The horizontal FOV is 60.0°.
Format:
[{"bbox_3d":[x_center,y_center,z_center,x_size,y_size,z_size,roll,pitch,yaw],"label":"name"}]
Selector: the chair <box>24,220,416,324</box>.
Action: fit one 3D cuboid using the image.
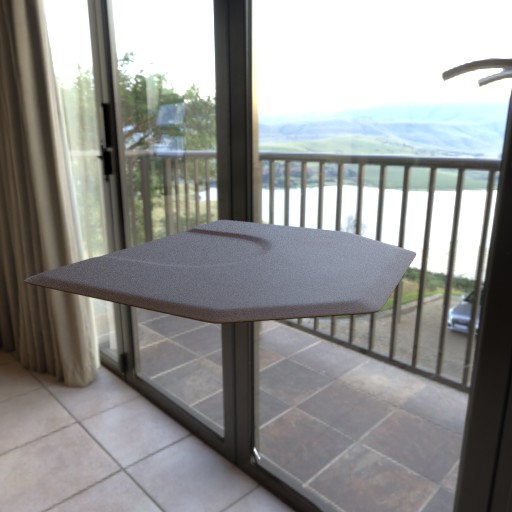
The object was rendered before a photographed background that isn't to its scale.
[{"bbox_3d":[0.000,0.000,1.907,1.219,0.024,1.372,7,17,26],"label":"chair"}]
